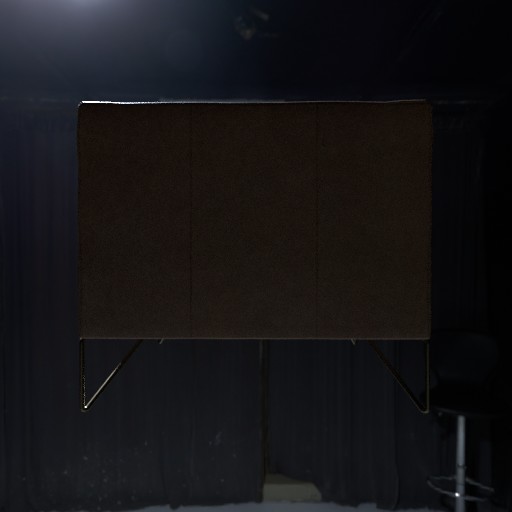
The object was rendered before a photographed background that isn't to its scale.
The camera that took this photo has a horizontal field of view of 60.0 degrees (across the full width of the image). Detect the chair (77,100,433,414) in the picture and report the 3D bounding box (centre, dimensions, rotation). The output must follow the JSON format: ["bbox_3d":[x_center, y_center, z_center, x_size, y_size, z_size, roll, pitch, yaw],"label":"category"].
[{"bbox_3d":[0.000,0.000,1.555,0.920,0.797,0.912,0,1,1],"label":"chair"}]
